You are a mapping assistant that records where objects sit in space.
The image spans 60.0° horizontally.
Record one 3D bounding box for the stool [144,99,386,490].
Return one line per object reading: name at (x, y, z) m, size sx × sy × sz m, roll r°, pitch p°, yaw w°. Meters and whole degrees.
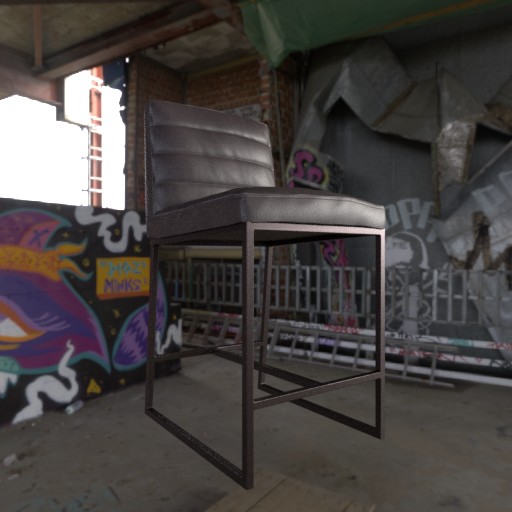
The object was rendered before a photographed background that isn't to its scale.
stool at (0.000, 0.000, 1.240) m, size 0.463 × 0.946 × 0.562 m, roll 0°, pitch 0°, yaw -36°
